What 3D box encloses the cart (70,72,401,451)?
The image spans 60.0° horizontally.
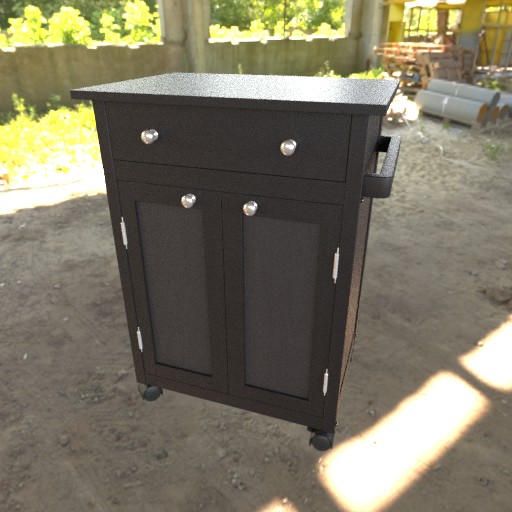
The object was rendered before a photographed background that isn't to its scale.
[{"bbox_3d":[0.000,0.000,1.211,0.660,0.879,0.456,9,28,17],"label":"cart"}]
